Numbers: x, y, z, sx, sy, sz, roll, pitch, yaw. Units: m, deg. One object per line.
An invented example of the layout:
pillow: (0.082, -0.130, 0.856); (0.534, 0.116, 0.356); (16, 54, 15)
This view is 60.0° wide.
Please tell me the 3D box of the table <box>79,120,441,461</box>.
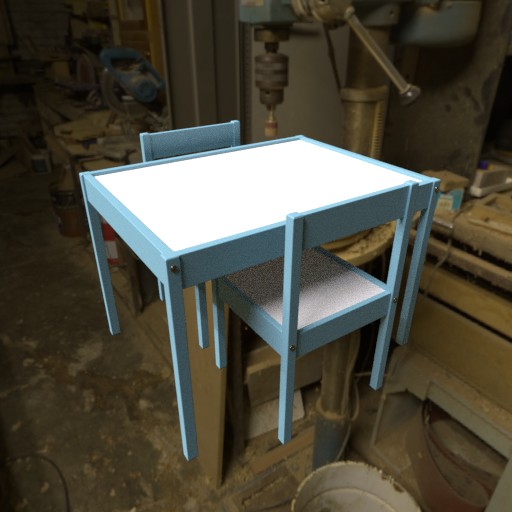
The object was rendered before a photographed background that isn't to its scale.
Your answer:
table: (0.000, 0.000, 1.076); (0.639, 0.503, 0.633); (-18, 33, -29)
